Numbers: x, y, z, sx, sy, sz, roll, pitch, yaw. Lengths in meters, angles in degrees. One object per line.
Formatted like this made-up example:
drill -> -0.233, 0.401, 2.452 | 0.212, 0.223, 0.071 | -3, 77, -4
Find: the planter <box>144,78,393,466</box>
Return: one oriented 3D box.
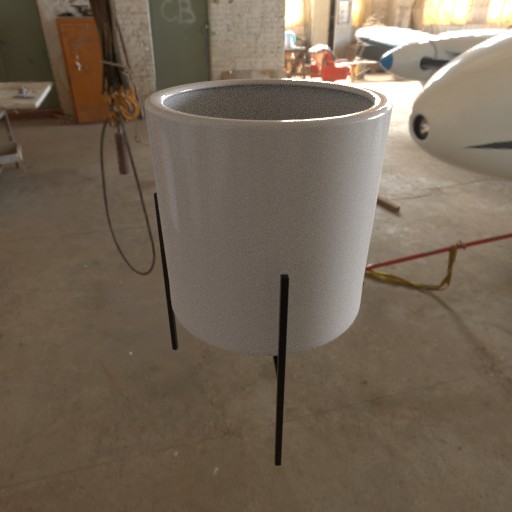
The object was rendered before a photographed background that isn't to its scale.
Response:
planter -> 0.000, 0.000, 0.620 | 0.308, 0.431, 0.307 | 10, 31, 18
